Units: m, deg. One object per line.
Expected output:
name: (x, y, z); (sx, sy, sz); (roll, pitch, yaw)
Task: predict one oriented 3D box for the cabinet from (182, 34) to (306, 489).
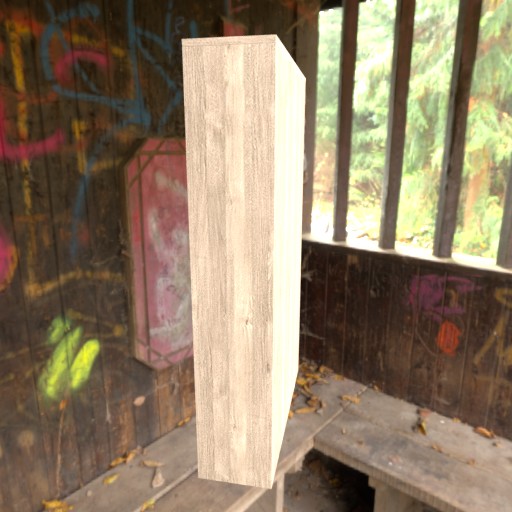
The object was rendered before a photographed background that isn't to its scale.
cabinet: (0.000, 0.000, 1.586); (0.250, 1.280, 0.750); (3, 15, 11)
